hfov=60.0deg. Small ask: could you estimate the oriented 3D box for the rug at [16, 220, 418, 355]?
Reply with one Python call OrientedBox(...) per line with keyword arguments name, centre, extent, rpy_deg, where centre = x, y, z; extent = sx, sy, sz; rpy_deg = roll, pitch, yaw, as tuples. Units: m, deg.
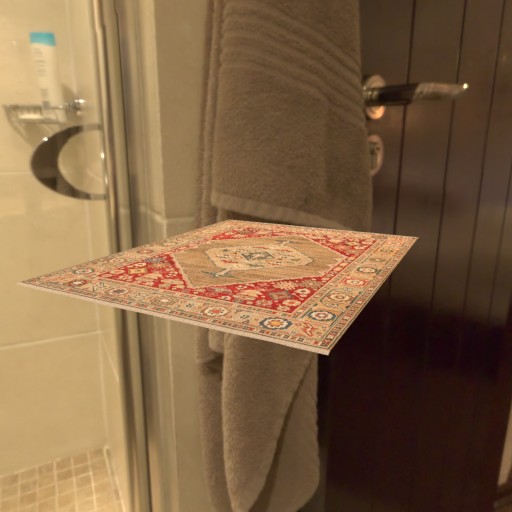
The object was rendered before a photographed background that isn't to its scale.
OrientedBox(name="rug", centre=(0.000, 0.000, 4.121), extent=(2.451, 0.008, 3.143), rpy_deg=(8, 16, 27))
